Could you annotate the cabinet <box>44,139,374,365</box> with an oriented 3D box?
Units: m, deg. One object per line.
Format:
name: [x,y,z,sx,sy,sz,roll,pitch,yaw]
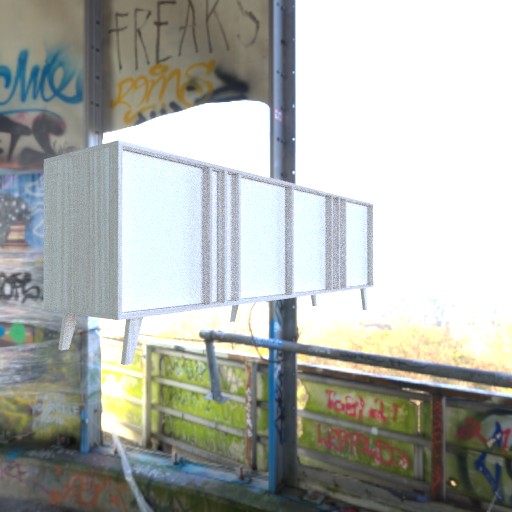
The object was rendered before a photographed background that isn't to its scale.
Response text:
cabinet: [0.000,0.000,2.530,0.500,0.780,2.200,0,0,37]
